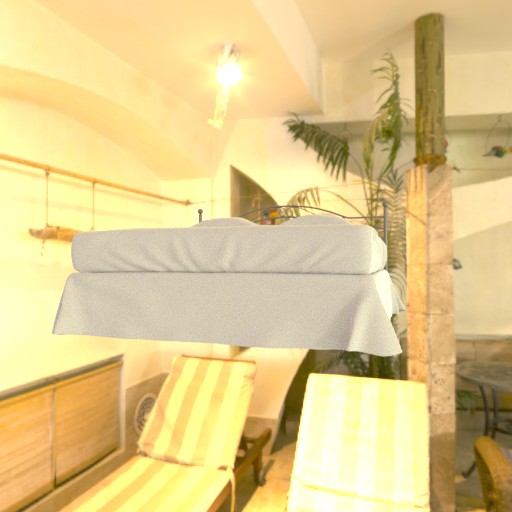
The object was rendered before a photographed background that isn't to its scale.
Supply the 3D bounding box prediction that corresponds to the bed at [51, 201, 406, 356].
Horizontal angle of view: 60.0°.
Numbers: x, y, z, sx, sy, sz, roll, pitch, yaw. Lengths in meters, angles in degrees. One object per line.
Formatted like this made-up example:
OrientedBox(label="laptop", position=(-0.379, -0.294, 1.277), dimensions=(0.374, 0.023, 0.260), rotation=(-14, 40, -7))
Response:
OrientedBox(label="bed", position=(0.000, 0.000, 3.592), dimensions=(2.309, 1.080, 2.220), rotation=(0, -1, 18))
